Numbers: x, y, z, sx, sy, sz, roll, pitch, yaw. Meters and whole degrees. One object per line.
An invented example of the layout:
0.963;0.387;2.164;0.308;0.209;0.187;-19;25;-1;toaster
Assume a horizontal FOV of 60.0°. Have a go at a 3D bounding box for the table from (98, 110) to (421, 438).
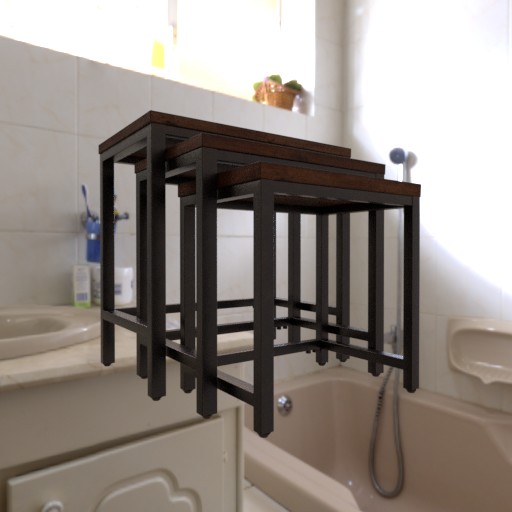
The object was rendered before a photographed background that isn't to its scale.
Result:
0.000;0.000;1.143;0.608;0.616;0.660;0;1;-35;table
